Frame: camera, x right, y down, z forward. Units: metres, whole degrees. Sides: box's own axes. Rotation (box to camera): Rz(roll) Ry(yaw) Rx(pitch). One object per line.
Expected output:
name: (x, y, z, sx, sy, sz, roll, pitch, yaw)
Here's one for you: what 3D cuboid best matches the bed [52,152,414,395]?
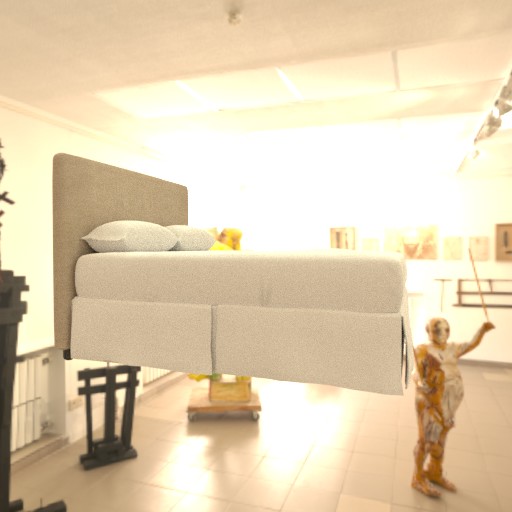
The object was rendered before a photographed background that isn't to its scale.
bed: (0.000, 0.000, 3.219, 2.162, 1.330, 1.713, 0, 1, 19)
